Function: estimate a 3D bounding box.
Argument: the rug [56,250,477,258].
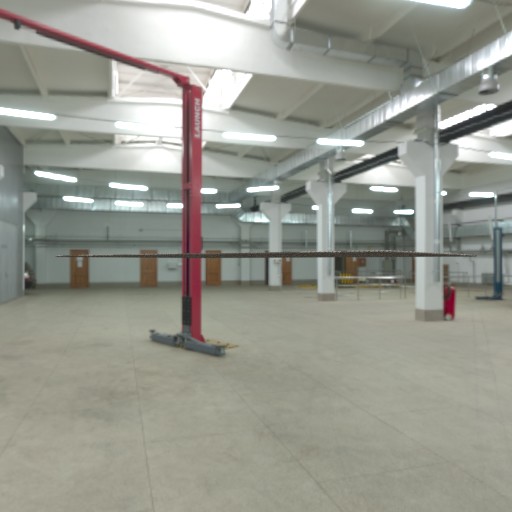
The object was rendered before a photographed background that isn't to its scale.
[{"bbox_3d":[0.000,0.000,3.005,2.435,0.011,1.517,-1,-1,38],"label":"rug"}]
